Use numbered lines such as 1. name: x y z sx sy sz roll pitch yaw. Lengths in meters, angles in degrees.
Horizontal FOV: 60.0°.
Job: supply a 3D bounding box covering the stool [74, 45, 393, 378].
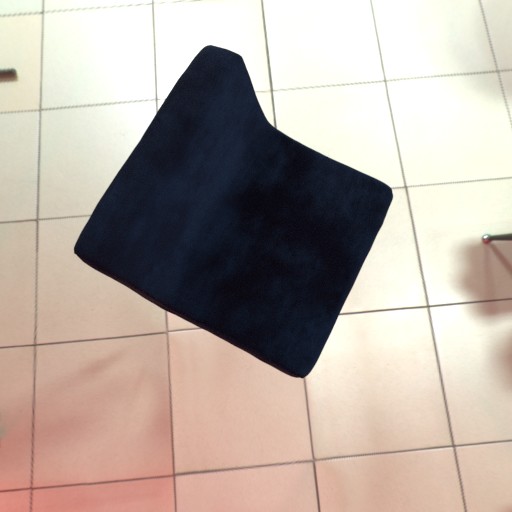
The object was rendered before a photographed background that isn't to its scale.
1. stool: 0.000 0.000 1.261 0.516 0.945 0.511 27 78 6
